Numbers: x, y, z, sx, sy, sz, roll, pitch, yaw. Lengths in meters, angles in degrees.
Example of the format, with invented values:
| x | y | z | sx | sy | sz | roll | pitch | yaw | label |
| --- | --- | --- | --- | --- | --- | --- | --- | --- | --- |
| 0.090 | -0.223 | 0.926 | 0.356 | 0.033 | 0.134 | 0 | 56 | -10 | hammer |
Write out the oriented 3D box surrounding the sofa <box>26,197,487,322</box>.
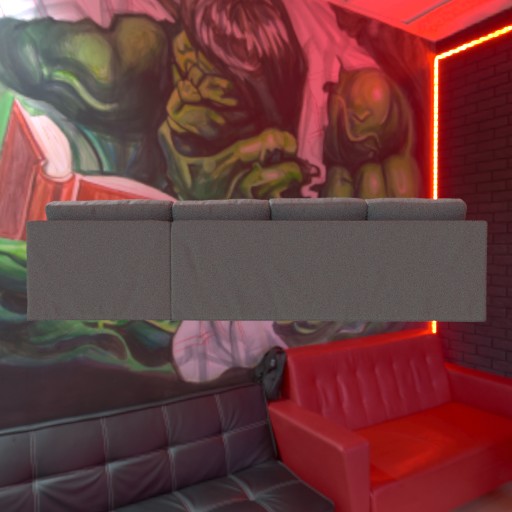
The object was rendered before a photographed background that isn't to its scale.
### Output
| x | y | z | sx | sy | sz | roll | pitch | yaw | label |
| --- | --- | --- | --- | --- | --- | --- | --- | --- | --- |
| 0.000 | 0.000 | 3.835 | 3.177 | 0.867 | 1.622 | 0 | 1 | 1 | sofa |
